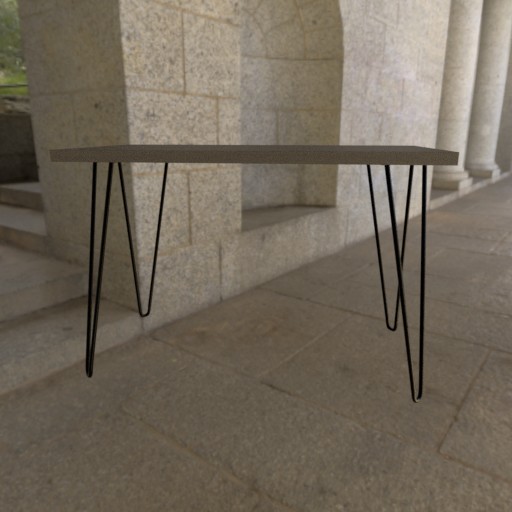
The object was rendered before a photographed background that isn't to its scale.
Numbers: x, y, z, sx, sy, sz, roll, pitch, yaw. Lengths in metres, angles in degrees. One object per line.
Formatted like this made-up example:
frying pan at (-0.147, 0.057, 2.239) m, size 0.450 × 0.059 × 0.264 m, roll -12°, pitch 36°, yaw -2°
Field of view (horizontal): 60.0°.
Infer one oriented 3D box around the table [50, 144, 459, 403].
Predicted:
table at (0.000, 0.000, 1.388) m, size 0.991 × 0.660 × 0.499 m, roll 2°, pitch 16°, yaw 7°
